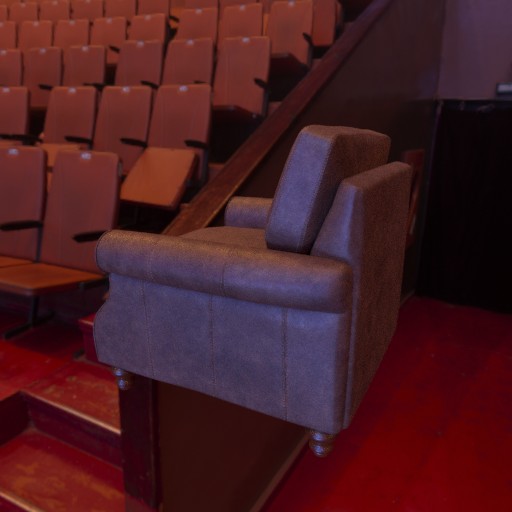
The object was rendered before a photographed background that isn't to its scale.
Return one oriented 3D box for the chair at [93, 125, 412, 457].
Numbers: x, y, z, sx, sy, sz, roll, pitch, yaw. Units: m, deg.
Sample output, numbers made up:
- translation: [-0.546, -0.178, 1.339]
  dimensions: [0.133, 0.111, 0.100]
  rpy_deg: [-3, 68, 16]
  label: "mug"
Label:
- translation: [0.000, 0.000, 1.725]
  dimensions: [1.002, 0.976, 0.996]
  rpy_deg: [8, 18, 26]
  label: "chair"
